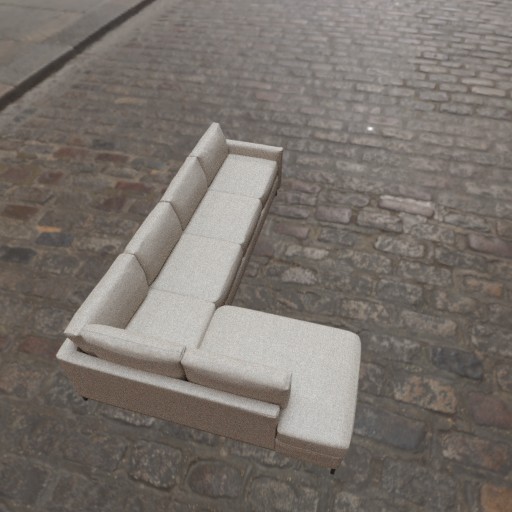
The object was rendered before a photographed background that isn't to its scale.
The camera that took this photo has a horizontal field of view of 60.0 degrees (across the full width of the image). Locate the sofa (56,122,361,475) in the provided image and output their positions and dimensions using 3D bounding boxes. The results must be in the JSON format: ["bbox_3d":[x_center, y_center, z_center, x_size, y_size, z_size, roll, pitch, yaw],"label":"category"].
[{"bbox_3d":[0.000,0.000,3.141,1.617,0.703,2.423,11,46,11],"label":"sofa"}]
